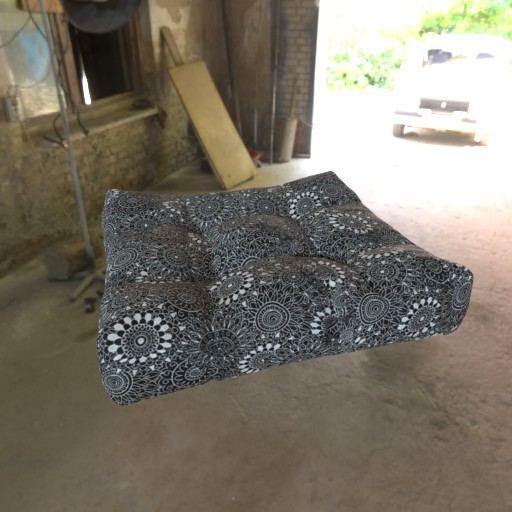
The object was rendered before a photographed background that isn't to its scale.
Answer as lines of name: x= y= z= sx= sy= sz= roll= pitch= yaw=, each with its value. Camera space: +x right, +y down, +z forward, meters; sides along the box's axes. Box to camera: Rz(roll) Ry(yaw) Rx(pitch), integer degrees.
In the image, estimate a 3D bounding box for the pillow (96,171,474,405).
pillow: x=0.000 y=0.000 z=0.733 sx=0.490 sy=0.128 sz=0.468 roll=-8 pitch=31 yaw=-14
